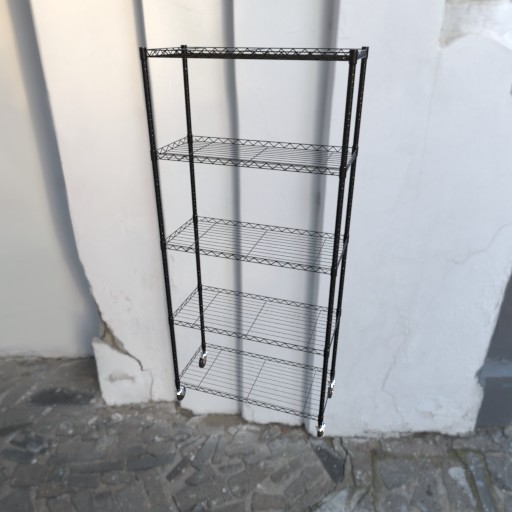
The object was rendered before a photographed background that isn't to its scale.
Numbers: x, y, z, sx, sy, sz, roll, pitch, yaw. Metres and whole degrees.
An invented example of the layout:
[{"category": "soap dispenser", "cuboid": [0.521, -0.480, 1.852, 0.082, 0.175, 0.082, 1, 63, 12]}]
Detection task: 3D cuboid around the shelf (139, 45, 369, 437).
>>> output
[{"category": "shelf", "cuboid": [0.000, 0.000, 1.926, 0.762, 1.645, 0.356, 9, 28, 17]}]
